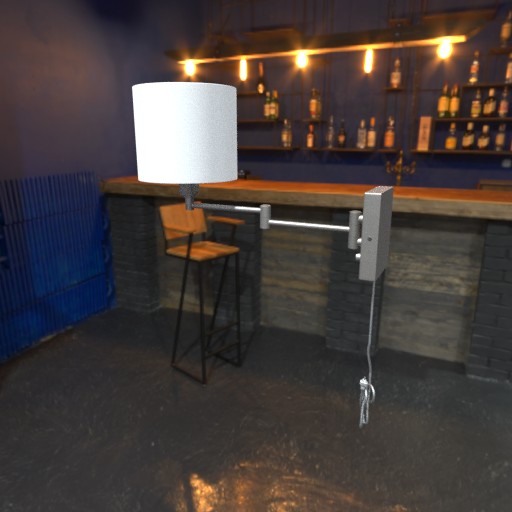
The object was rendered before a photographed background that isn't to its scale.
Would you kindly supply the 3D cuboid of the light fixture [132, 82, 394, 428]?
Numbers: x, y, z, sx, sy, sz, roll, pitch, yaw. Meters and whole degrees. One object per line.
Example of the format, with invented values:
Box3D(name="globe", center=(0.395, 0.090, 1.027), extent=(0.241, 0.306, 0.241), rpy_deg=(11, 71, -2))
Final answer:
Box3D(name="light fixture", center=(0.000, 0.000, 0.897), extent=(0.516, 0.651, 0.203), rpy_deg=(7, 17, 25))
